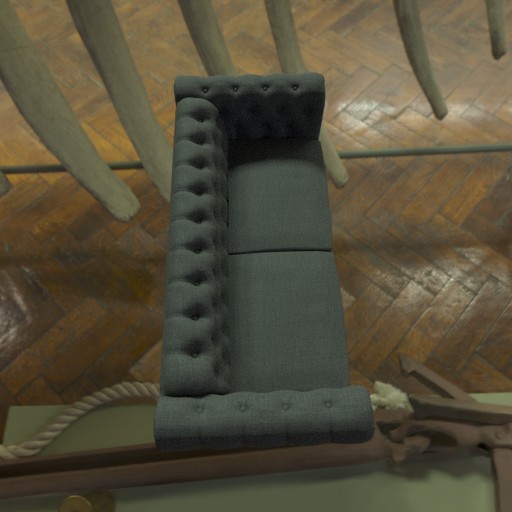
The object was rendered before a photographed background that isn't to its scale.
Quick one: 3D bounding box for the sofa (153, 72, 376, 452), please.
[{"bbox_3d":[0.000,0.000,2.225,0.783,0.797,1.798,-2,64,-1],"label":"sofa"}]
